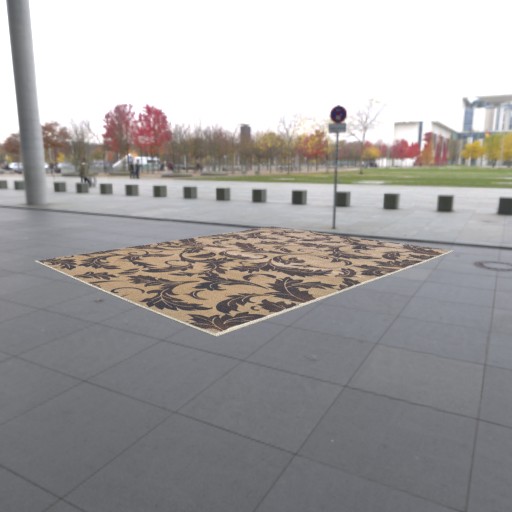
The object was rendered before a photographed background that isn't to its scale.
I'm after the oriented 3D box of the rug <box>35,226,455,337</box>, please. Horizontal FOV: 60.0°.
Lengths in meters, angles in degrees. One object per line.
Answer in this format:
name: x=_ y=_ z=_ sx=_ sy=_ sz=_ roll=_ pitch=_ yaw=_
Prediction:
rug: x=0.000 y=0.000 z=3.963 sx=2.380 sy=0.008 sz=2.977 roll=11 pitch=16 yaw=43
